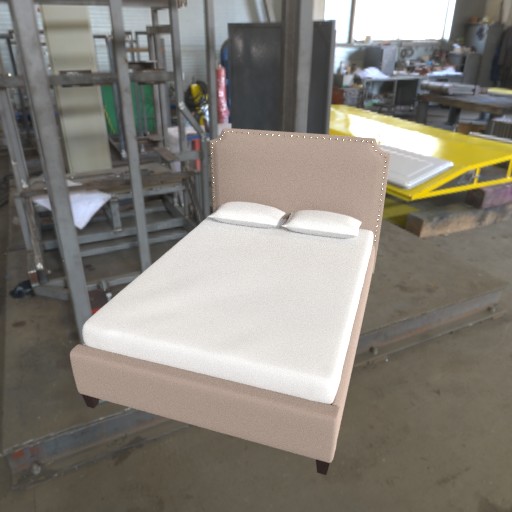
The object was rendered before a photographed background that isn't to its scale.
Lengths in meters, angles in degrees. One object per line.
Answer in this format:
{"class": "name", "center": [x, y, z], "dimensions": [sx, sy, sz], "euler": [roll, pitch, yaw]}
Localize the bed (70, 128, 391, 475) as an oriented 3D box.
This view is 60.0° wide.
{"class": "bed", "center": [0.000, 0.000, 3.408], "dimensions": [1.713, 1.443, 2.372], "euler": [9, 28, 17]}
